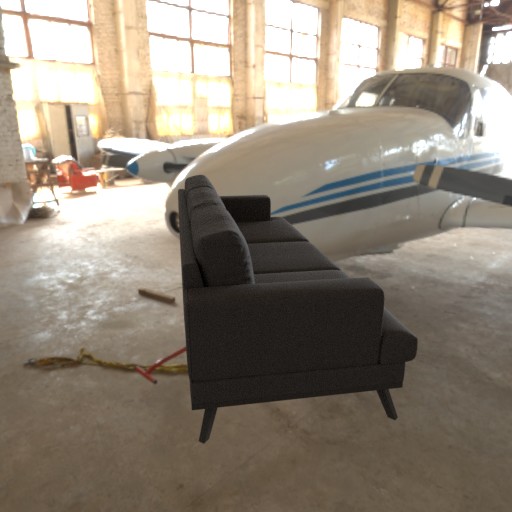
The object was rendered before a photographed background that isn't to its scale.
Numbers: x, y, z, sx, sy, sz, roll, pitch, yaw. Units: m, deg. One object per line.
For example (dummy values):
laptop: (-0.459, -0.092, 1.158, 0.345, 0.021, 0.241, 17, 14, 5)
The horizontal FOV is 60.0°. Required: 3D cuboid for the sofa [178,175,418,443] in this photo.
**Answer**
sofa: (0.000, 0.000, 2.752, 0.920, 0.810, 2.310, -3, 17, -10)
